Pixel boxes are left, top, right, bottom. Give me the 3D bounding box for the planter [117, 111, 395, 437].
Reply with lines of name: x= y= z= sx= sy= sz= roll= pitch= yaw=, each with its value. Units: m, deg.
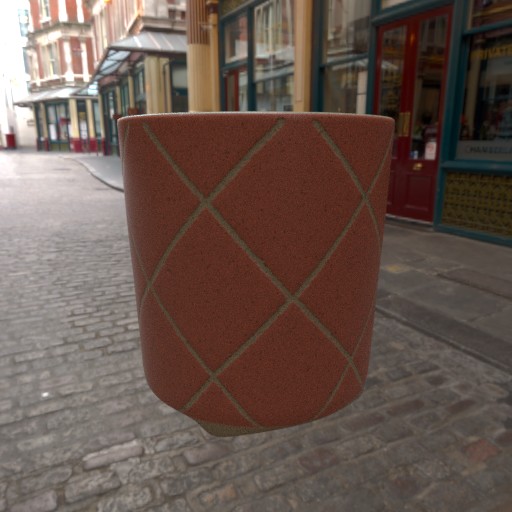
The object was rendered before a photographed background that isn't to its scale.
planter: x=0.000 y=0.000 z=0.341 sx=0.191 sy=0.200 sz=0.191 roll=0 pitch=14 yaw=0
